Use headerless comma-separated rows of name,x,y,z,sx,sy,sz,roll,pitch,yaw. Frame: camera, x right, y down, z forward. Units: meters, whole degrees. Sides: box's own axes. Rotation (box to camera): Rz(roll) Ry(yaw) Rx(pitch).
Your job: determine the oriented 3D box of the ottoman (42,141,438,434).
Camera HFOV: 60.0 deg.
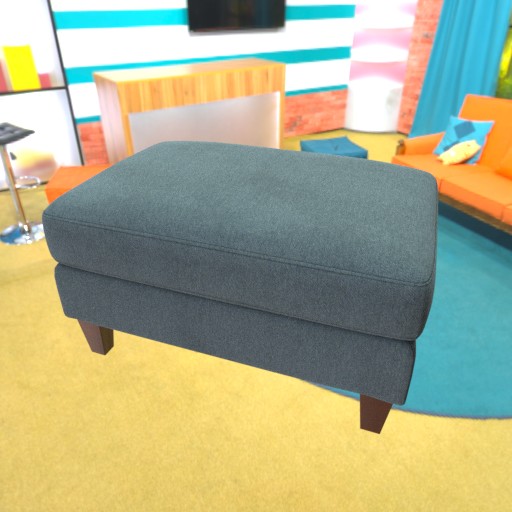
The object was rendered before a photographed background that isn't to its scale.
ottoman,0.000,0.000,1.179,0.864,0.483,0.584,11,33,17
